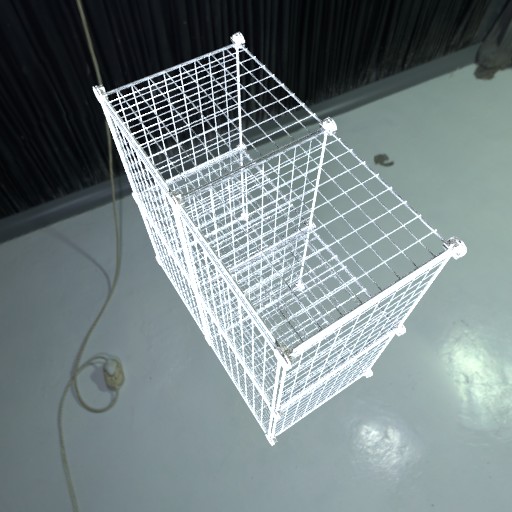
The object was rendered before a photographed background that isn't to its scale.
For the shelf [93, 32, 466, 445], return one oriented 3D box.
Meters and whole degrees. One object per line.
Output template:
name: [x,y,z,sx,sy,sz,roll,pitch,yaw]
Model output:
shelf: [0.000,0.000,1.119,0.356,0.711,0.711,-29,63,-16]
